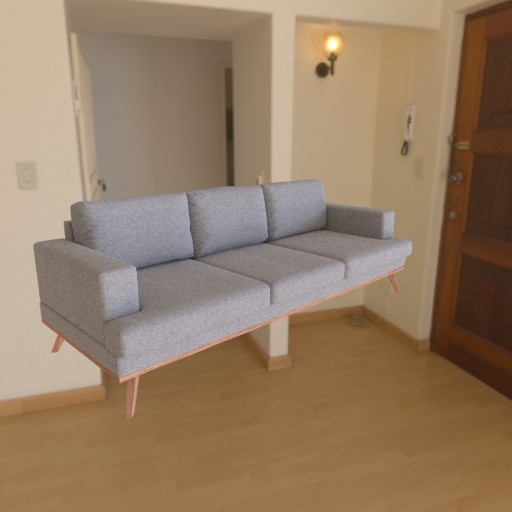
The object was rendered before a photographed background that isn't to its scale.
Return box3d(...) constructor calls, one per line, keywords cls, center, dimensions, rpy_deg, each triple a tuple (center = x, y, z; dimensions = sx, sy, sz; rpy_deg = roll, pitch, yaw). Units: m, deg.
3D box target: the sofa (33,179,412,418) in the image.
box3d(cls="sofa", center=(0.000, 0.000, 2.752), dimensions=(2.310, 0.810, 0.920), rpy_deg=(-14, 20, -42))
